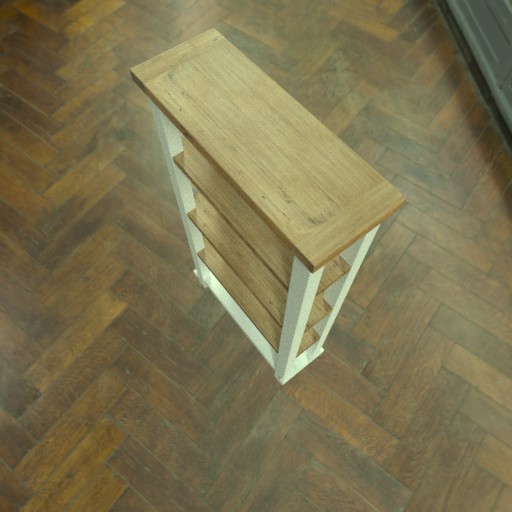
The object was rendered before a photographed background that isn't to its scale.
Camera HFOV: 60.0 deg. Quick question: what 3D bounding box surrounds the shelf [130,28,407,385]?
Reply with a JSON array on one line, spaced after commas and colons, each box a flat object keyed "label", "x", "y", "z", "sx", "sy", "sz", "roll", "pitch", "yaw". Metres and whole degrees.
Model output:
[{"label": "shelf", "x": 0.000, "y": 0.000, "z": 2.324, "sx": 0.381, "sy": 1.878, "sz": 1.022, "roll": -35, "pitch": 68, "yaw": -16}]
